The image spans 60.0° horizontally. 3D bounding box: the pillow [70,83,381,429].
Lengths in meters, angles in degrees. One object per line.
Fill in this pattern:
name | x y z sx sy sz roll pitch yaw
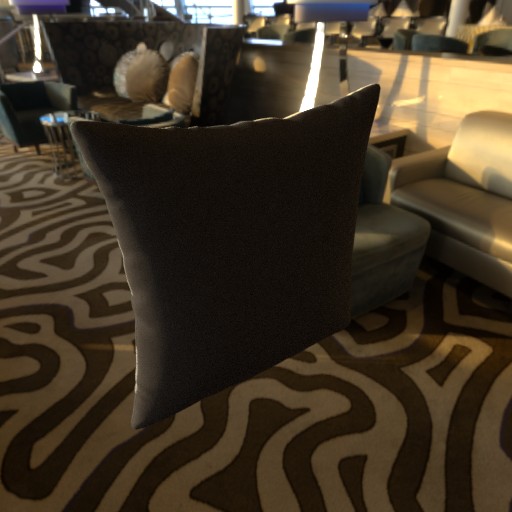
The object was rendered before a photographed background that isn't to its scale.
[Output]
pillow | 0.000 0.000 0.749 0.511 0.509 0.161 -19 34 -30
